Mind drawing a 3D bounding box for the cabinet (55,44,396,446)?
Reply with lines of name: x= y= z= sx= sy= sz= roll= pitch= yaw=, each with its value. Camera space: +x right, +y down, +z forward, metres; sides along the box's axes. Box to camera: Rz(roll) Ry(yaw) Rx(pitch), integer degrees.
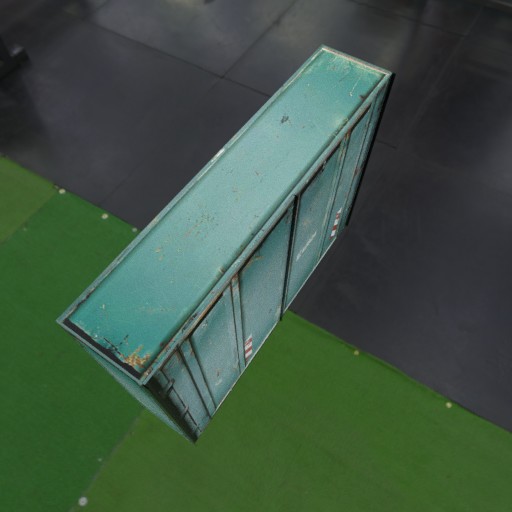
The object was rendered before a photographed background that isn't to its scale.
cabinet: x=0.000 y=0.000 z=3.940 sx=0.680 sy=2.160 sz=3.001 roll=30 pitch=64 yaw=16
